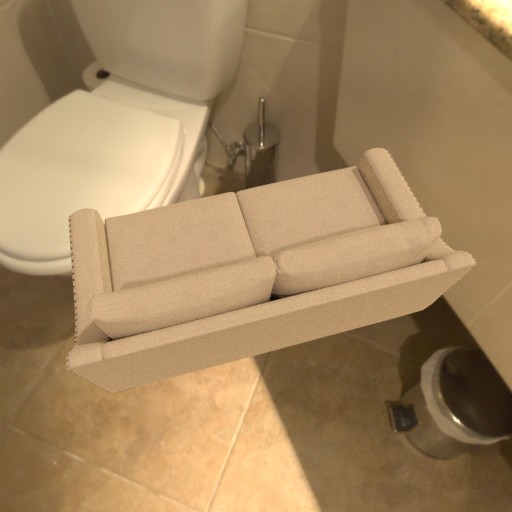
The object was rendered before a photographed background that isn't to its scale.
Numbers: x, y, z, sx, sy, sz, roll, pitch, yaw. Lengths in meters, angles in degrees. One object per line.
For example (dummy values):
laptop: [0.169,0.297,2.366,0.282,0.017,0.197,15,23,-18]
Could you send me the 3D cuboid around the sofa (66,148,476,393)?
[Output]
sofa: [0.000,0.000,2.727,2.107,0.983,1.104,-13,60,-8]
